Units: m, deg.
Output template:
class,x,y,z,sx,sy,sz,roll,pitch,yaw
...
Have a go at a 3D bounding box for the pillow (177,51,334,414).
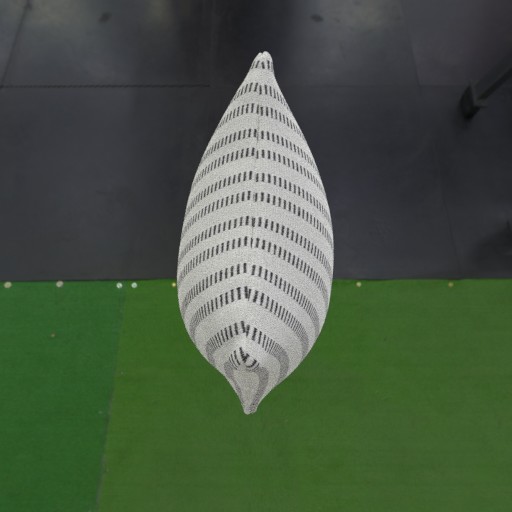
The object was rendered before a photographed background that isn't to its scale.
class,x,y,z,sx,sy,sz,roll,pitch,yaw
pillow,0.000,0.000,0.705,0.247,0.419,0.438,2,65,1
